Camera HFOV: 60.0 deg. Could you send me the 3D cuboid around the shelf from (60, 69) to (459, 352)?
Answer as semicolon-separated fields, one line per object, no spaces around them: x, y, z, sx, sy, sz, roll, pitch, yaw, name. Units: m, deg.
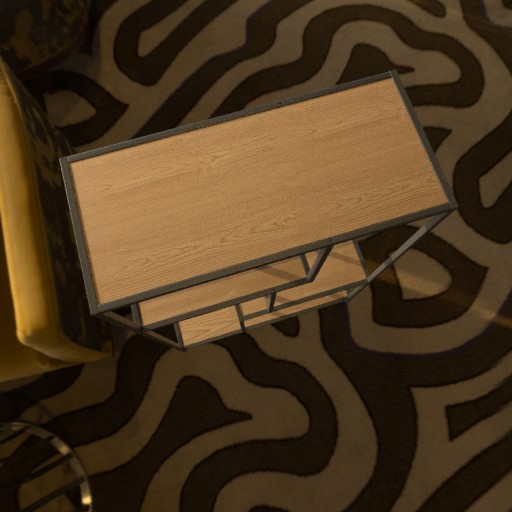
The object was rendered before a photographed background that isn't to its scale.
0.000;0.000;1.478;0.770;1.138;0.350;-16;75;-5;shelf
